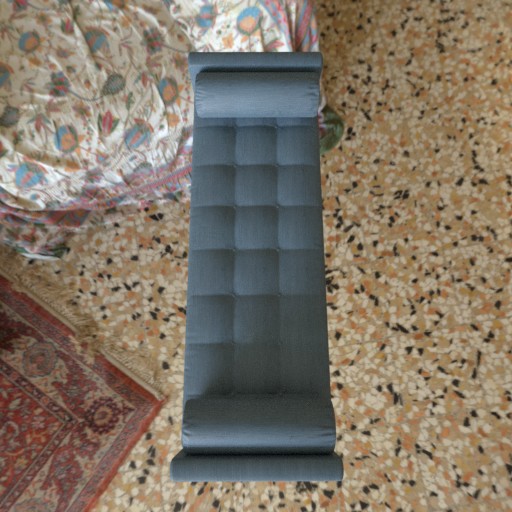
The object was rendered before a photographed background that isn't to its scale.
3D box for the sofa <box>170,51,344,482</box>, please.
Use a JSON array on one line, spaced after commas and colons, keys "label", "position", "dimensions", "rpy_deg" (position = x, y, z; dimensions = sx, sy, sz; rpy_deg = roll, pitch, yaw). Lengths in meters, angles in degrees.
[{"label": "sofa", "position": [0.000, 0.000, 2.266], "dimensions": [0.686, 0.635, 1.981], "rpy_deg": [0, 75, 0]}]
